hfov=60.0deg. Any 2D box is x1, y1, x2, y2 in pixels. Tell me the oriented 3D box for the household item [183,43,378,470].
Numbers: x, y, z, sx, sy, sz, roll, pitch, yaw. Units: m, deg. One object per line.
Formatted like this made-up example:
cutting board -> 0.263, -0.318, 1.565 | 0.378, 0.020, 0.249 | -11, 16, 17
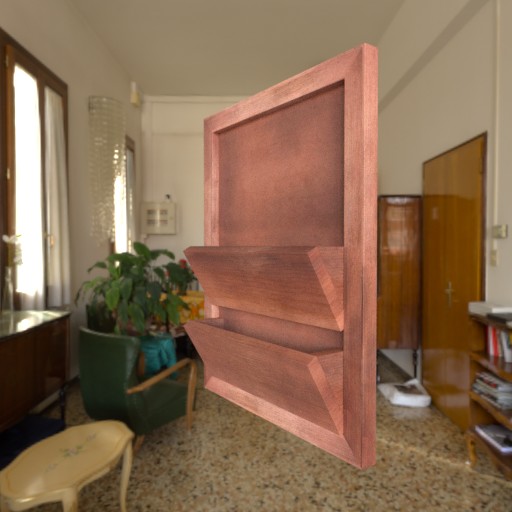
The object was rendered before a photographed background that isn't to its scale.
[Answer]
household item -> 0.000, 0.000, 0.538 | 0.067, 0.407, 0.310 | -1, 2, -36
